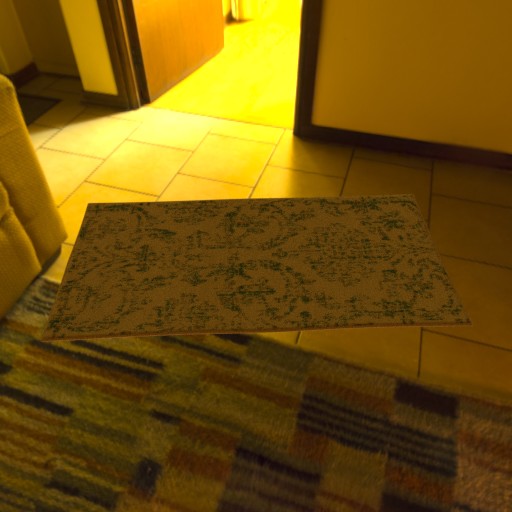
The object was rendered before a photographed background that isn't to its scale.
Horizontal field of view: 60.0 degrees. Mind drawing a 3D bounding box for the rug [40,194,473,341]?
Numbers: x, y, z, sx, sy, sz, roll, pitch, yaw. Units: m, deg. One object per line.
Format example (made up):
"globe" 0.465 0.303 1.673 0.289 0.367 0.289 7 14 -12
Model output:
"rug" 0.000 0.000 1.451 1.220 0.007 0.605 -2 46 -2
